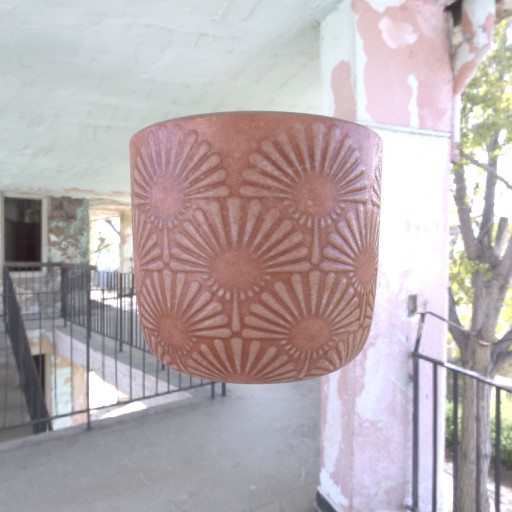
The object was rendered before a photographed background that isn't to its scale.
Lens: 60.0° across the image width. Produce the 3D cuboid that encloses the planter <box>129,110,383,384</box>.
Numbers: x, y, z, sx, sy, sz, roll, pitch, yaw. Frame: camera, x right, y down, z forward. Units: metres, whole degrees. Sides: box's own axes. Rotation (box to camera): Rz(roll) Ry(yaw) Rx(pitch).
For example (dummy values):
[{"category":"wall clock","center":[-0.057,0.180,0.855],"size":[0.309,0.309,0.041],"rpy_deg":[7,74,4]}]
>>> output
[{"category":"planter","center":[0.000,0.000,0.225],"size":[0.124,0.109,0.124],"rpy_deg":[0,1,0]}]
